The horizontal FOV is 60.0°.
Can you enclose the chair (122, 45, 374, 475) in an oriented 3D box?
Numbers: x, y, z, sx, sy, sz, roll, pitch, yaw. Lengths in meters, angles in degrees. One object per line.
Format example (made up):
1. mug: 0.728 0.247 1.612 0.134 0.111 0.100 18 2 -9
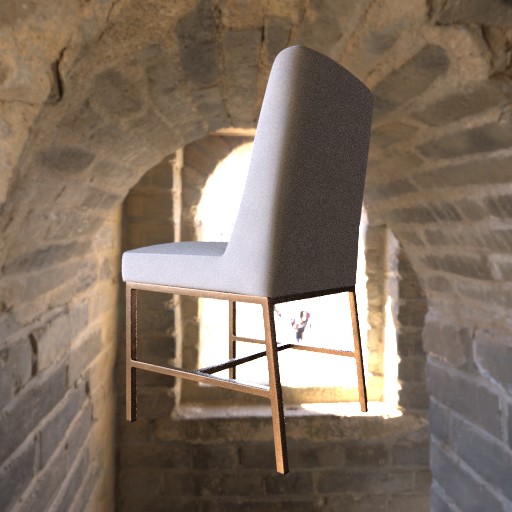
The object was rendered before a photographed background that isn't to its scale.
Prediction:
1. chair: 0.000 0.000 1.279 0.597 0.933 0.503 0 0 36
